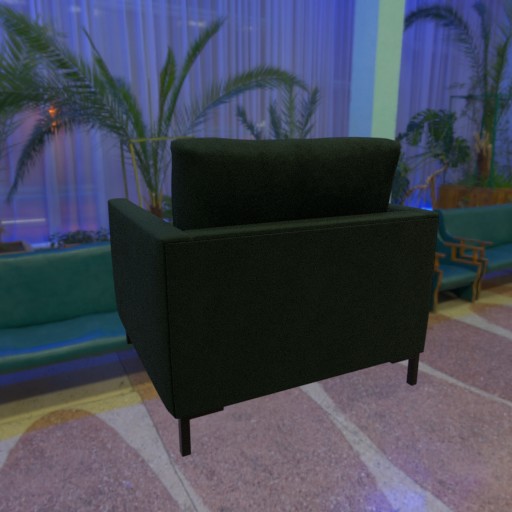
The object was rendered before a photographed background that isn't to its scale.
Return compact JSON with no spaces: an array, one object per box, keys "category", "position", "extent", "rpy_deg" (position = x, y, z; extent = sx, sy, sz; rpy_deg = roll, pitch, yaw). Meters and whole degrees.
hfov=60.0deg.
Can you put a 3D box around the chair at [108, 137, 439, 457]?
[{"category":"chair","position":[0.000,0.000,1.669],"extent":[0.963,0.861,0.866],"rpy_deg":[-7,15,-25]}]
